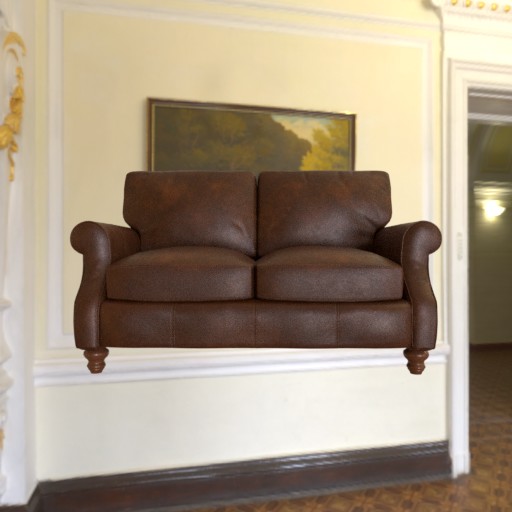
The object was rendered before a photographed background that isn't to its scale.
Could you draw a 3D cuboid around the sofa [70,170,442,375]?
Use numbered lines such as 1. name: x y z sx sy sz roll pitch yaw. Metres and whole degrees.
1. sofa: 0.000 0.000 2.235 1.616 0.976 0.990 0 0 1
